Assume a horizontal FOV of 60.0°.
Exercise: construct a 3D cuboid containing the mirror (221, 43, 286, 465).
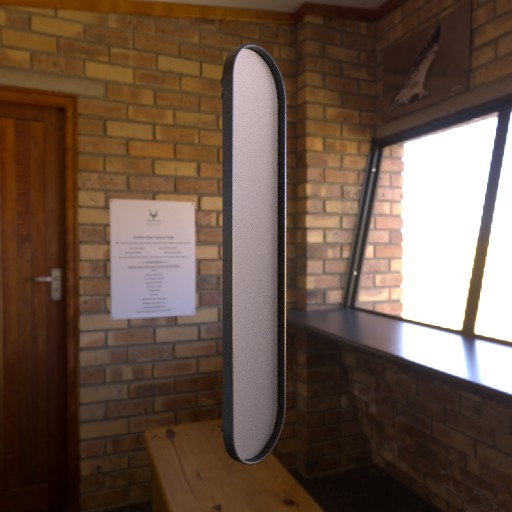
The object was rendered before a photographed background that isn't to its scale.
[{"bbox_3d":[0.000,0.000,1.066,0.032,0.991,0.222,1,2,36],"label":"mirror"}]
